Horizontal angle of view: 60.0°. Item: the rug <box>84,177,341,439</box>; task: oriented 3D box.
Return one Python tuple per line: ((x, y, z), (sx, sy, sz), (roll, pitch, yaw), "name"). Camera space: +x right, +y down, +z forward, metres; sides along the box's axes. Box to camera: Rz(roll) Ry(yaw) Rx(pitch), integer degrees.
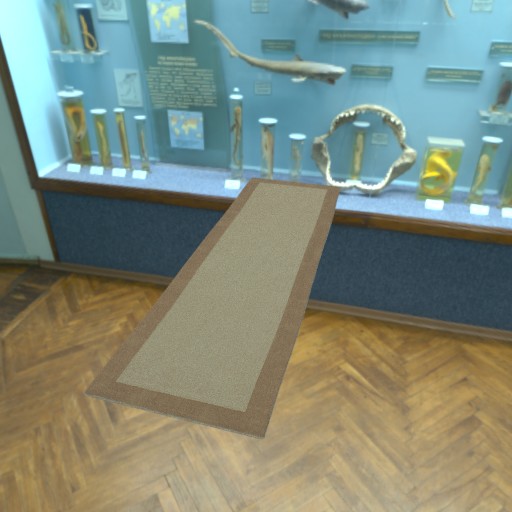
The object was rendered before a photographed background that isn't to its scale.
((0.000, 0.000, 2.696), (0.767, 0.012, 2.430), (8, 33, 13), "rug")
